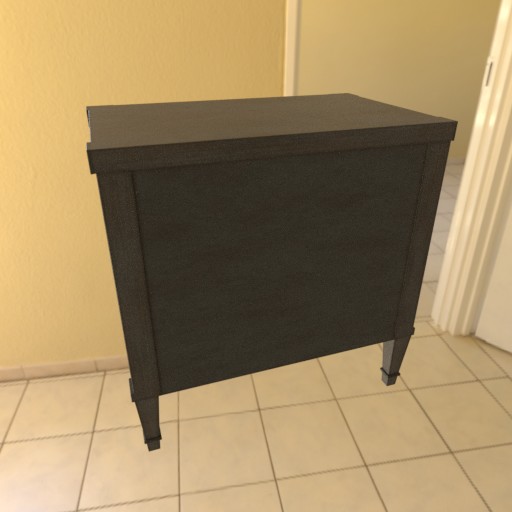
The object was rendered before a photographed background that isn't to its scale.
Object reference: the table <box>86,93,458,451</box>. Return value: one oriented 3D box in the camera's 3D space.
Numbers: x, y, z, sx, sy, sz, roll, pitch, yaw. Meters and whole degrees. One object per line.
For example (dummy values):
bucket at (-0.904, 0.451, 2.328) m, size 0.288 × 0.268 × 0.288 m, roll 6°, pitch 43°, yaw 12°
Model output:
table at (0.000, 0.000, 1.060) m, size 0.660 × 0.660 × 0.413 m, roll -9°, pitch 29°, yaw -17°
